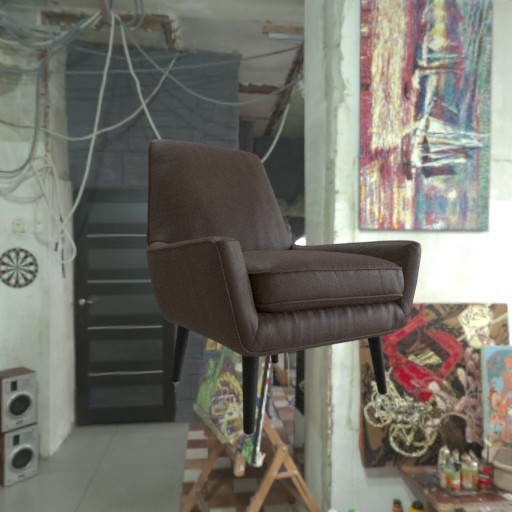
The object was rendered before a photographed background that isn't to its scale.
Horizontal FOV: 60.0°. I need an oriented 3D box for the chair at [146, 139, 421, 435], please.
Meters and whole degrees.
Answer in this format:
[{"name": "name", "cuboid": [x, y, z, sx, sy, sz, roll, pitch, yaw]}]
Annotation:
[{"name": "chair", "cuboid": [0.000, 0.000, 1.534, 0.787, 0.888, 0.824, -1, 1, -36]}]
